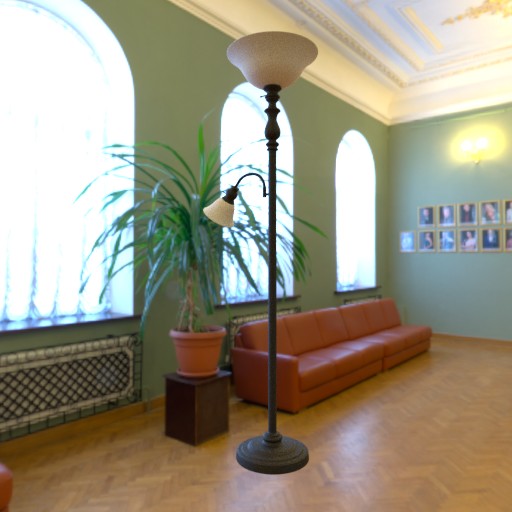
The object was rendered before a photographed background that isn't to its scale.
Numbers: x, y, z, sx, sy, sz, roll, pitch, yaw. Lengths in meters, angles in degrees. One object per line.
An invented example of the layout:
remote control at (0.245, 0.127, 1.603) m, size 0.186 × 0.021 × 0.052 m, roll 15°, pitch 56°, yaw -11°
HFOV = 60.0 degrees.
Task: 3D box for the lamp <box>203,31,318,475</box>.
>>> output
lamp at (0.000, 0.000, 2.020) m, size 0.588 × 1.793 × 0.405 m, roll 0°, pitch -1°, yaw 37°
